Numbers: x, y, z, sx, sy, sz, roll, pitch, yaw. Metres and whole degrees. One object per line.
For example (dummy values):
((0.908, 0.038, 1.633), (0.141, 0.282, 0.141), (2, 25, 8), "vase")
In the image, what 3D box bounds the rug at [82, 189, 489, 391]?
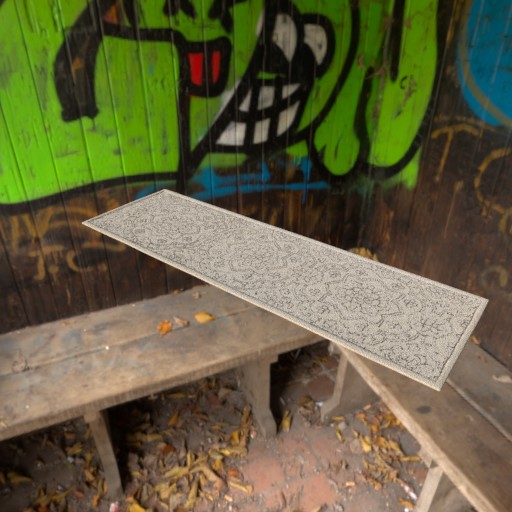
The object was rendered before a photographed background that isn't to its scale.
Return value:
((0.000, 0.000, 2.662), (2.448, 0.012, 0.769), (22, 37, 32), "rug")
